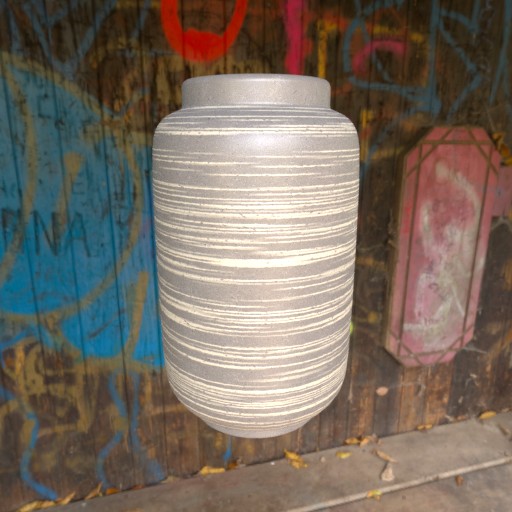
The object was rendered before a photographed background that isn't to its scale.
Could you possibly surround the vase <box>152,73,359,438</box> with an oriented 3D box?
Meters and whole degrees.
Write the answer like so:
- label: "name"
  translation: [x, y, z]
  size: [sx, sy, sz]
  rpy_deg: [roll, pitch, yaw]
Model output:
- label: "vase"
  translation: [0.000, 0.000, 0.680]
  size: [0.297, 0.499, 0.297]
  rpy_deg: [0, 16, 0]
